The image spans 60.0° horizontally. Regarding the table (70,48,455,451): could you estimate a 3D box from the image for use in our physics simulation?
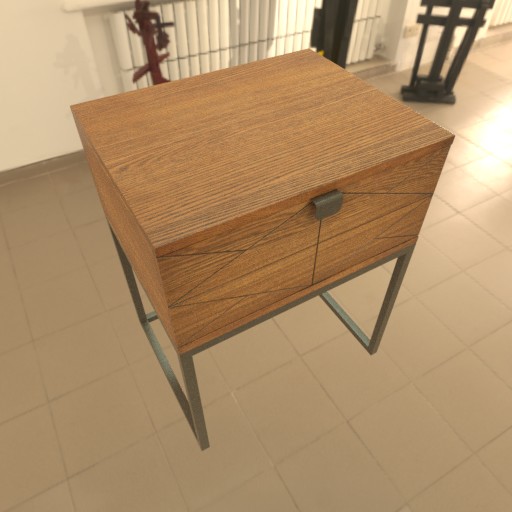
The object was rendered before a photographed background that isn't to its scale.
[{"bbox_3d":[0.000,0.000,0.917,0.482,0.610,0.400,-23,50,-20],"label":"table"}]
